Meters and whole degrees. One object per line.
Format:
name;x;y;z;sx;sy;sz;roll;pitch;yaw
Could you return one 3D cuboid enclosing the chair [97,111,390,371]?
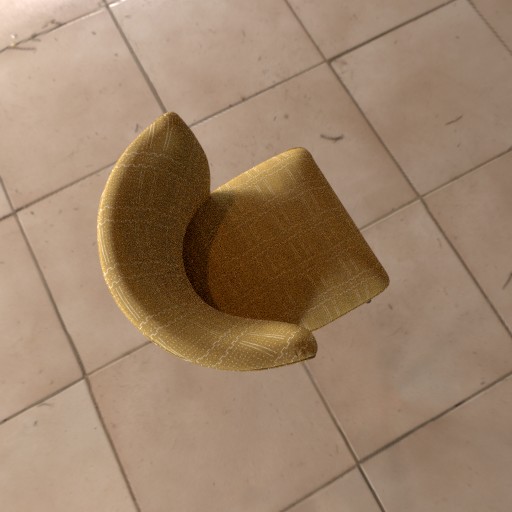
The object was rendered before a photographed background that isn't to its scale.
chair;0.000;0.000;1.446;0.758;0.866;0.706;-29;78;-7
